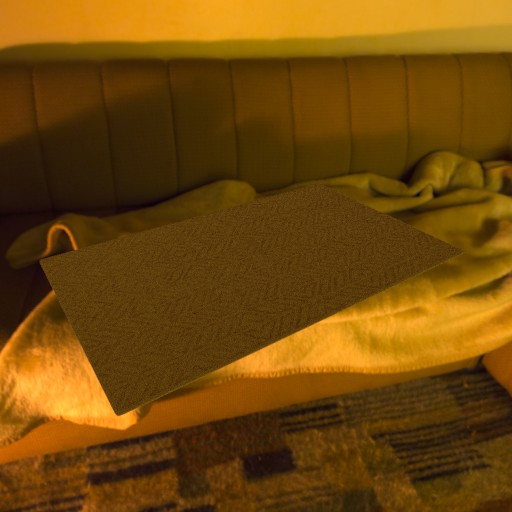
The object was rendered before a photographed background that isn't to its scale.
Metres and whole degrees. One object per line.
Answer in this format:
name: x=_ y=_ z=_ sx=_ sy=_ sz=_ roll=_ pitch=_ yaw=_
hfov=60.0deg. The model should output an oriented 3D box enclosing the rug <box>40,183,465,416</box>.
rug: x=0.000 y=0.000 z=2.979 sx=2.438 sy=0.008 sz=1.523 roll=-19 pitch=36 yaw=-29
